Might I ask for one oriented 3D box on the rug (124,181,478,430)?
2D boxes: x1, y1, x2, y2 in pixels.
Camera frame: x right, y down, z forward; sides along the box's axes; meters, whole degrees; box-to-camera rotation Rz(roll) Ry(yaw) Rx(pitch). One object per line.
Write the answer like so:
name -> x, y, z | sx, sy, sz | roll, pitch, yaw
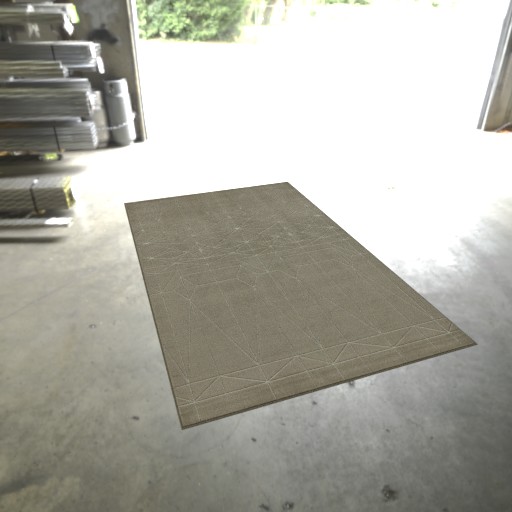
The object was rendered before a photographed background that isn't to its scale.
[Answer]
rug -> 0.000, 0.000, 3.024 | 1.524, 0.012, 2.438 | -10, 32, -17
